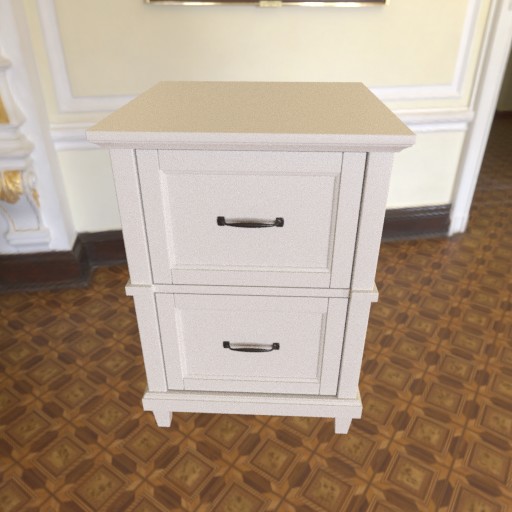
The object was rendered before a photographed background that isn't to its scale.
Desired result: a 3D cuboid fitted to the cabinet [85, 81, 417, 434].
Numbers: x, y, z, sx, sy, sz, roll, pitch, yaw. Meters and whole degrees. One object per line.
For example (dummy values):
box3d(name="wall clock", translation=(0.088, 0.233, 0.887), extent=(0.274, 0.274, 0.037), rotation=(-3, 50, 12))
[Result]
box3d(name="cabinet", translation=(0.000, 0.000, 1.153), extent=(0.544, 0.775, 0.547), rotation=(1, 30, 2))
